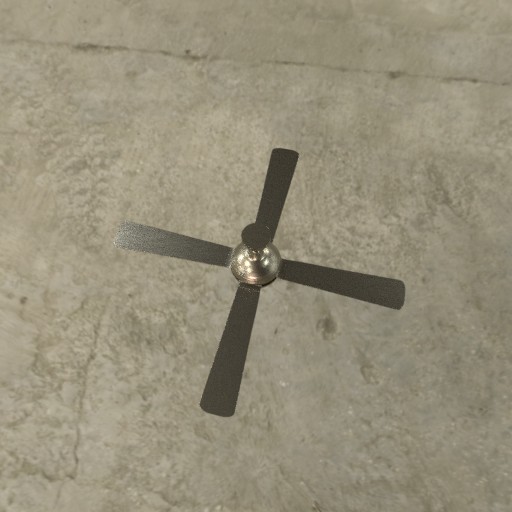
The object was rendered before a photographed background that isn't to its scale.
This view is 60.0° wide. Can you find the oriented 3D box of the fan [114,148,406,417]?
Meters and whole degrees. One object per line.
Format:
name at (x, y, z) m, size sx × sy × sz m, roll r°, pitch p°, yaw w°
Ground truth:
fan at (0.000, 0.000, 2.001) m, size 1.321 × 0.381 × 1.321 m, roll 32°, pitch 68°, yaw 14°
